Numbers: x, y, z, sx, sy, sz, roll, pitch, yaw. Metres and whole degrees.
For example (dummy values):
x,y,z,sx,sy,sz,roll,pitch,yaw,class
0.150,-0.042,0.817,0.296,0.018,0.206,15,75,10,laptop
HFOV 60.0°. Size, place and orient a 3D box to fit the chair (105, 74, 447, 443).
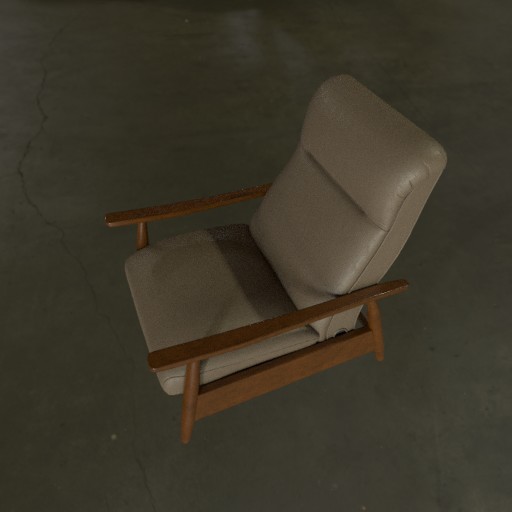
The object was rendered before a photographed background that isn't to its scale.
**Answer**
x,y,z,sx,sy,sz,roll,pitch,yaw,class
0.000,0.000,1.749,1.014,1.082,0.762,-17,49,-16,chair
